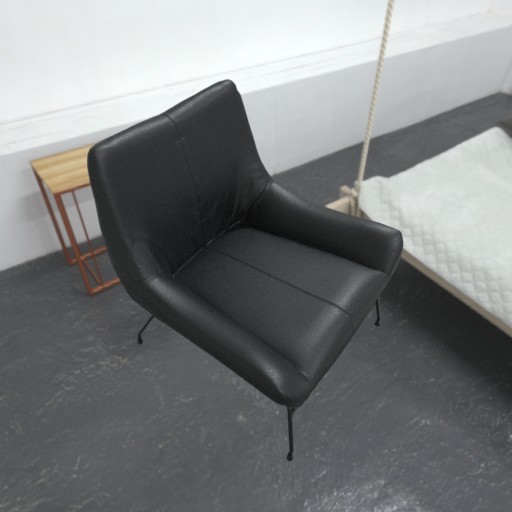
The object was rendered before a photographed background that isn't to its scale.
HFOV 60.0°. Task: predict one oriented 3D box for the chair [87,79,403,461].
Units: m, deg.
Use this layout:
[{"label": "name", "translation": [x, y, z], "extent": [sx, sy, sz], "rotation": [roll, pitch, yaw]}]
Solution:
[{"label": "chair", "translation": [0.000, 0.000, 1.598], "extent": [0.826, 0.922, 0.836], "rotation": [26, 49, 25]}]
